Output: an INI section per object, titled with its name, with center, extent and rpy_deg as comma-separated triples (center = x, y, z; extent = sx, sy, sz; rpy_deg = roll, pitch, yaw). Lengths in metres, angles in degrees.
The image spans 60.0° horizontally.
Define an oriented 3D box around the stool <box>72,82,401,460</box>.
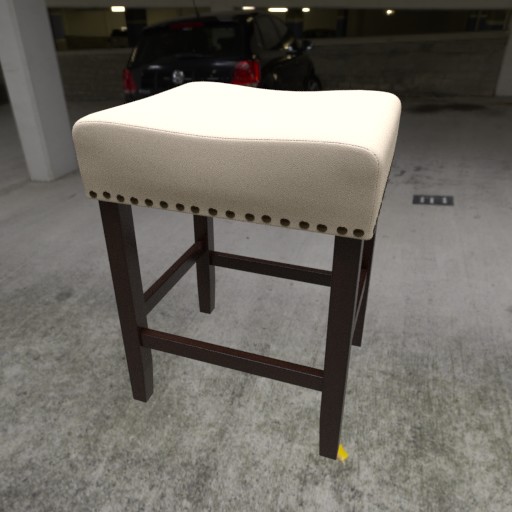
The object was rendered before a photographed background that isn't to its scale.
[stool]
center = 0.000, 0.000, 0.909
extent = 0.471, 0.609, 0.401
rpy_deg = 10, 31, 17
